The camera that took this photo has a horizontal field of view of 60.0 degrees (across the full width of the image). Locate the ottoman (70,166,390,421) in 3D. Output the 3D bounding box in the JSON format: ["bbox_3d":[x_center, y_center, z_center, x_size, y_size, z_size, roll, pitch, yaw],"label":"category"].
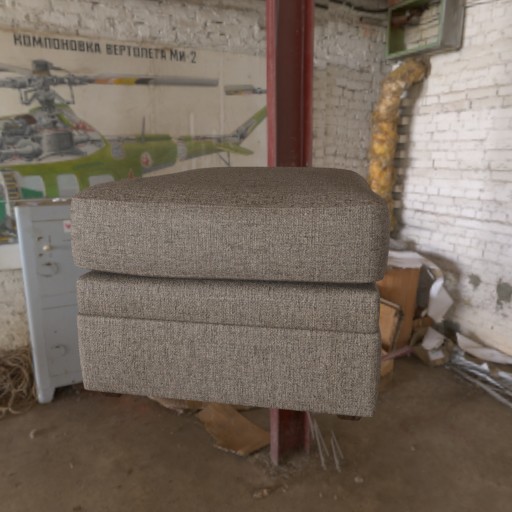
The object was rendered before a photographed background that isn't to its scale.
[{"bbox_3d":[0.000,0.000,1.252,0.637,0.478,0.885,2,14,9],"label":"ottoman"}]
